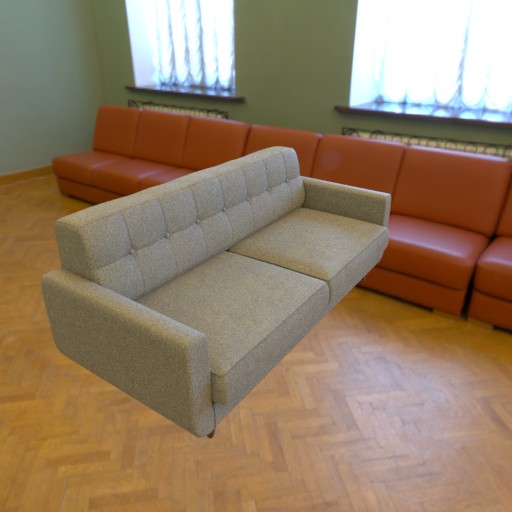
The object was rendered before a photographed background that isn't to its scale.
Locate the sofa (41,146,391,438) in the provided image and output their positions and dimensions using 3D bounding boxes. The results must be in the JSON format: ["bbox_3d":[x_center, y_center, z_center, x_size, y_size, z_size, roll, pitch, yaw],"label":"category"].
[{"bbox_3d":[0.000,0.000,2.570,0.968,0.873,2.055,17,31,31],"label":"sofa"}]
